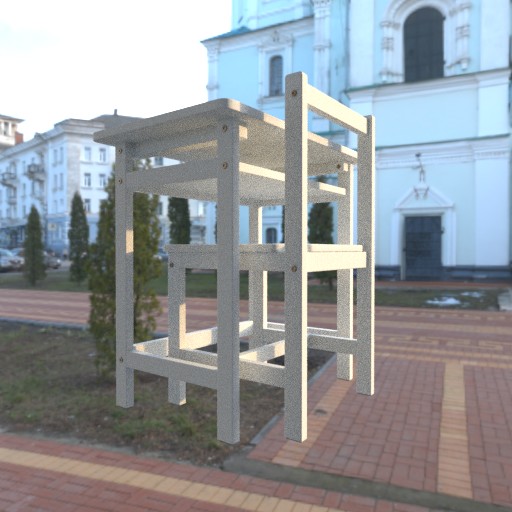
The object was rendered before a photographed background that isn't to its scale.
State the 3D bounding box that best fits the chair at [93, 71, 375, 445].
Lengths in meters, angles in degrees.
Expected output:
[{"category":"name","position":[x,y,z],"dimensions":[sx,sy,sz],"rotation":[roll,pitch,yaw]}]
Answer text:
[{"category":"chair","position":[0.000,0.000,1.074],"dimensions":[0.461,0.673,0.599],"rotation":[1,1,37]}]
